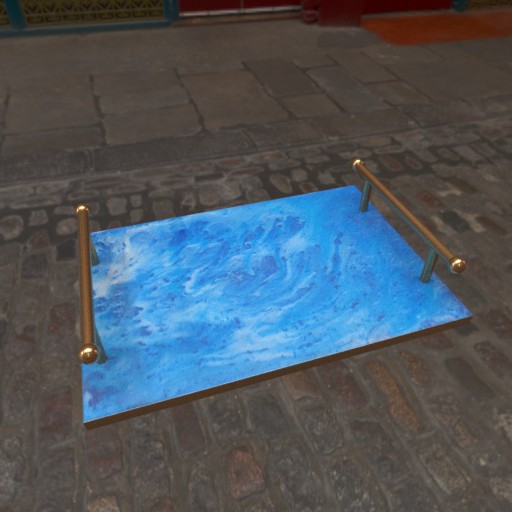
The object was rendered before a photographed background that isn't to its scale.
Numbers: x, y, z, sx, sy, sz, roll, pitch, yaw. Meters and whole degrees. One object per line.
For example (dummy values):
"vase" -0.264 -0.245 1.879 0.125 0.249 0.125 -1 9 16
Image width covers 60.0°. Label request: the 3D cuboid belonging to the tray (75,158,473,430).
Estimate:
"tray" 0.000 0.000 0.564 0.444 0.084 0.304 -12 42 -13
